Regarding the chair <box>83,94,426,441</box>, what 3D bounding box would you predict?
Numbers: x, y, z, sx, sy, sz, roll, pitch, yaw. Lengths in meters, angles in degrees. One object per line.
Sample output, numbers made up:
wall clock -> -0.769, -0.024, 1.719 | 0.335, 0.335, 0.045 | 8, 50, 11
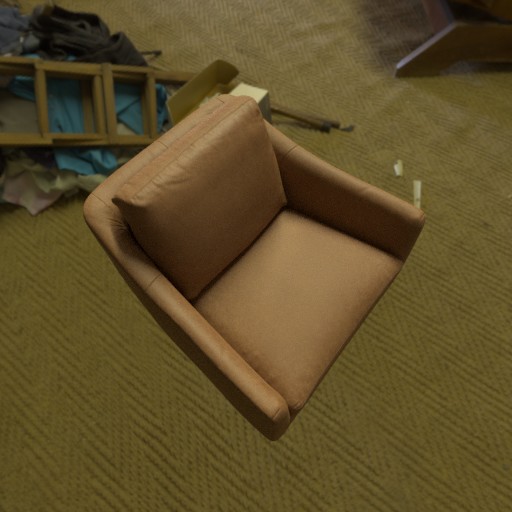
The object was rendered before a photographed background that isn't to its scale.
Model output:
chair -> 0.000, 0.000, 1.771 | 0.963, 0.895, 0.988 | 34, 63, 20
